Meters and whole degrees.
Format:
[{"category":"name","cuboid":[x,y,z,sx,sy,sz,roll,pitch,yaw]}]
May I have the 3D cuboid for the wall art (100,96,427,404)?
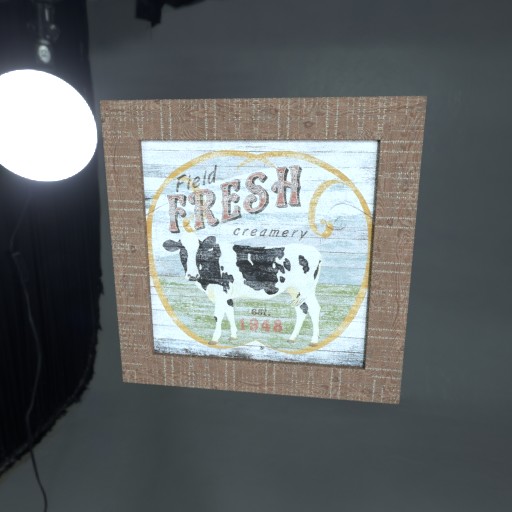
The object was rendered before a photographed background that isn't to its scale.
[{"category":"wall art","cuboid":[0.000,0.000,0.793,0.531,0.531,0.029,2,15,8]}]
